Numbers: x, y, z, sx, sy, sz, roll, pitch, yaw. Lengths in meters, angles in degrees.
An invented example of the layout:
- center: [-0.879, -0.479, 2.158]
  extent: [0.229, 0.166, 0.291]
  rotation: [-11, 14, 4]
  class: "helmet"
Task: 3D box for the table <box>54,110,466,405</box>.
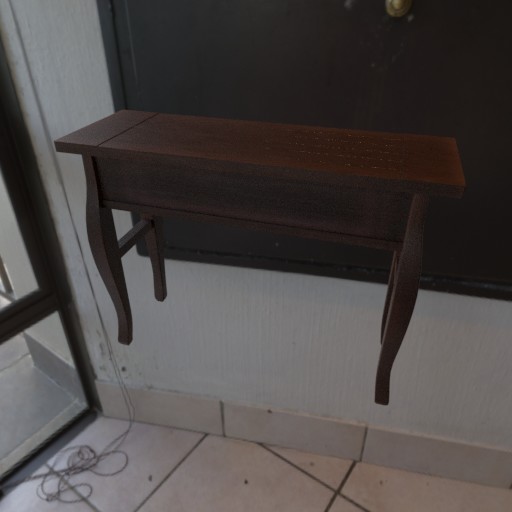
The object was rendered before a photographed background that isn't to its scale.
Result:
- center: [0.000, 0.000, 1.440]
  extent: [1.062, 0.768, 0.373]
  rotation: [9, 33, 14]
  class: "table"
